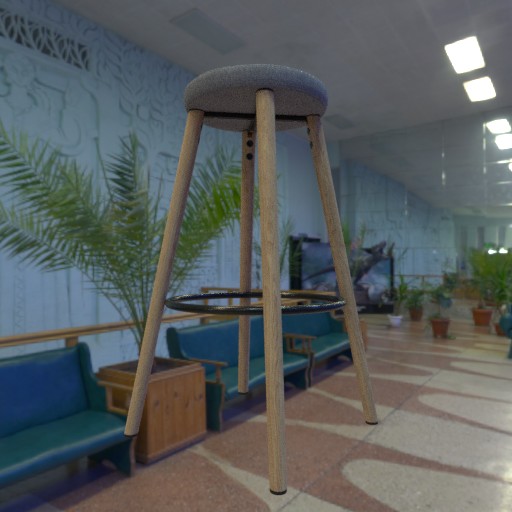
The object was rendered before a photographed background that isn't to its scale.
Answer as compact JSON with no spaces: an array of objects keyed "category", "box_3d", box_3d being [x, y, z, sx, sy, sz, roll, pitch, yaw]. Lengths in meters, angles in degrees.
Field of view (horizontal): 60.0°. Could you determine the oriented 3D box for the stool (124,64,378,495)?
[{"category":"stool","box_3d":[0.000,0.000,0.992,0.410,0.770,0.410,-1,-1,37]}]
